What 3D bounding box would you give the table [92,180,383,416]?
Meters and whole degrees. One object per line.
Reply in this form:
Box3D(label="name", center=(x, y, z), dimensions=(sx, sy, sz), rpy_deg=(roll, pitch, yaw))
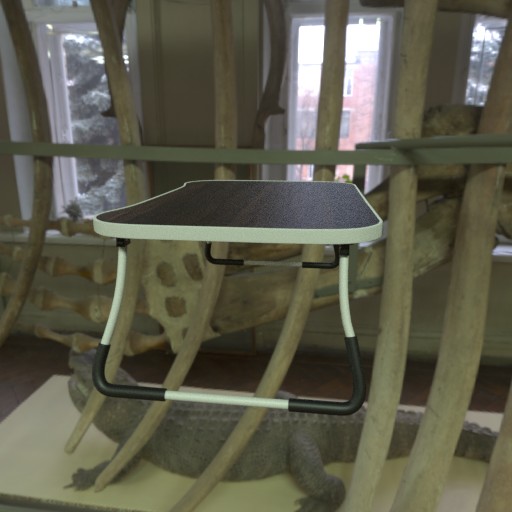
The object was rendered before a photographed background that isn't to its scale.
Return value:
Box3D(label="table", center=(0.000, 0.000, 0.859), dimensions=(0.400, 0.232, 0.660), rpy_deg=(2, 15, 7))
